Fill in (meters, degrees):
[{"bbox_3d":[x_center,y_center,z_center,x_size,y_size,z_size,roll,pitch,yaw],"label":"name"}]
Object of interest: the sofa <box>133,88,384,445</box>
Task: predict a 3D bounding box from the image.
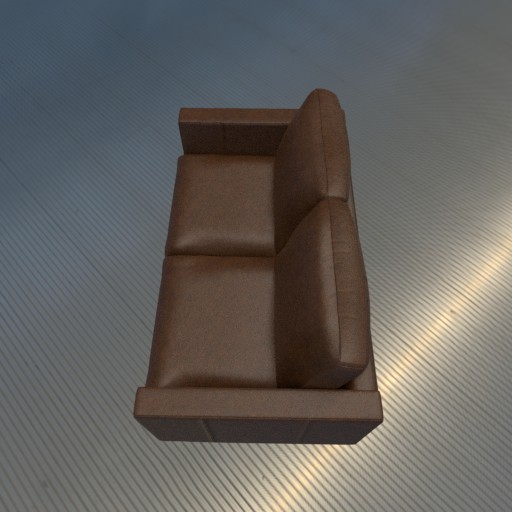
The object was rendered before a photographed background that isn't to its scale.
[{"bbox_3d":[0.000,0.000,2.114,0.909,0.951,1.578,1,59,0],"label":"sofa"}]
